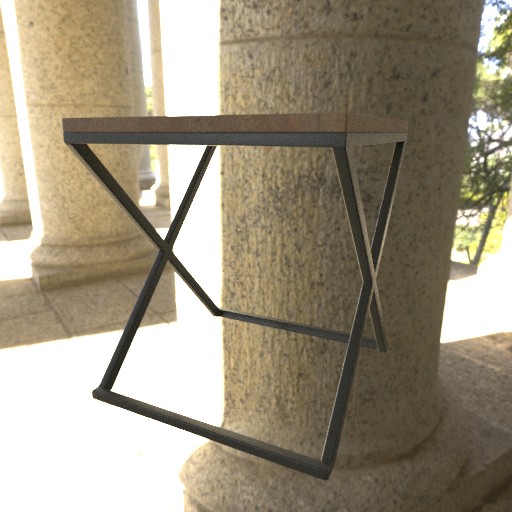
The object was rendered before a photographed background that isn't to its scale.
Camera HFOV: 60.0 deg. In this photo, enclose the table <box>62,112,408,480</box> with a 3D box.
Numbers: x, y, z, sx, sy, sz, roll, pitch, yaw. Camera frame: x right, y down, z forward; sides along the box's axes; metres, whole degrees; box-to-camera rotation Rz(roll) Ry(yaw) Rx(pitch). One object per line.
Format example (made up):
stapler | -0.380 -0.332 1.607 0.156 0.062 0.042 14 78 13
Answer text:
table | 0.000 0.000 0.935 0.499 0.550 0.498 8 17 26
